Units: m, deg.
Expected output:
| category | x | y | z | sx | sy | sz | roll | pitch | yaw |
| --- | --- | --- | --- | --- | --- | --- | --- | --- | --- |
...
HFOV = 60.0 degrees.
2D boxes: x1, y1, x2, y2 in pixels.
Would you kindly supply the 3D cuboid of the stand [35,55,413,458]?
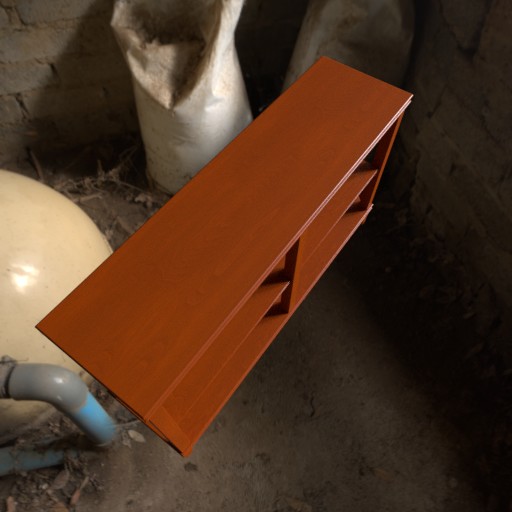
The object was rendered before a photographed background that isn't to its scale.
| category | x | y | z | sx | sy | sz | roll | pitch | yaw |
| --- | --- | --- | --- | --- | --- | --- | --- | --- | --- |
| stand | 0.000 | 0.000 | 1.670 | 0.381 | 0.762 | 1.372 | 32 | 64 | 18 |
